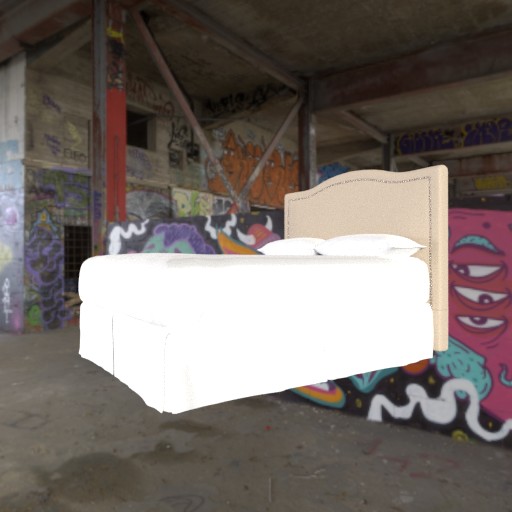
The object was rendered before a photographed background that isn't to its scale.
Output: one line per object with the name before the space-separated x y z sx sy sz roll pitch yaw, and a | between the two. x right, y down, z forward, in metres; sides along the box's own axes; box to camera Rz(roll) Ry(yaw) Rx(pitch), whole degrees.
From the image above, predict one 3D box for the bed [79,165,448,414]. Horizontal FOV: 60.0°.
bed | 0.000 0.000 3.251 2.143 1.460 1.753 0 0 -35
